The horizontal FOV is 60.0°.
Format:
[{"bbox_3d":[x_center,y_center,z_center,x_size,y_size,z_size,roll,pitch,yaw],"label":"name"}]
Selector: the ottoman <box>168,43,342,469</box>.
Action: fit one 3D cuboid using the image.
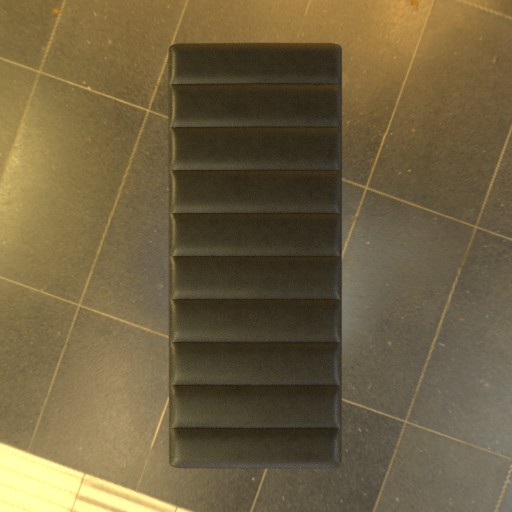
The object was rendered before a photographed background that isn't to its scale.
[{"bbox_3d":[0.000,0.000,1.389,0.482,0.469,1.151,0,90,0],"label":"ottoman"}]
